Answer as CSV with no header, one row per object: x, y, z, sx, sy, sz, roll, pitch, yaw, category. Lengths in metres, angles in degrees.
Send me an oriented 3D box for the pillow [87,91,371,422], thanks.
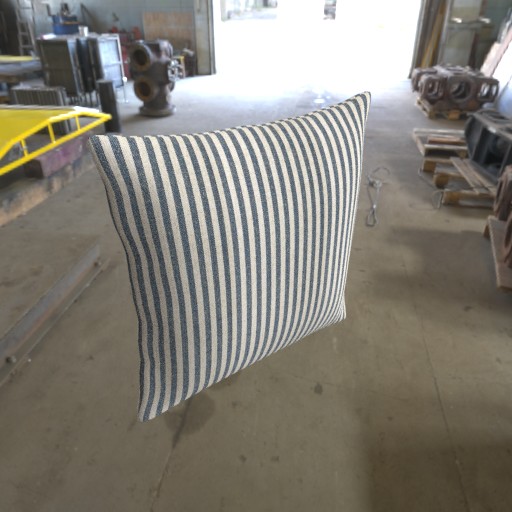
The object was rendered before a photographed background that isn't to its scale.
0.000,0.000,0.798,0.523,0.510,0.166,-20,36,-31,pillow
